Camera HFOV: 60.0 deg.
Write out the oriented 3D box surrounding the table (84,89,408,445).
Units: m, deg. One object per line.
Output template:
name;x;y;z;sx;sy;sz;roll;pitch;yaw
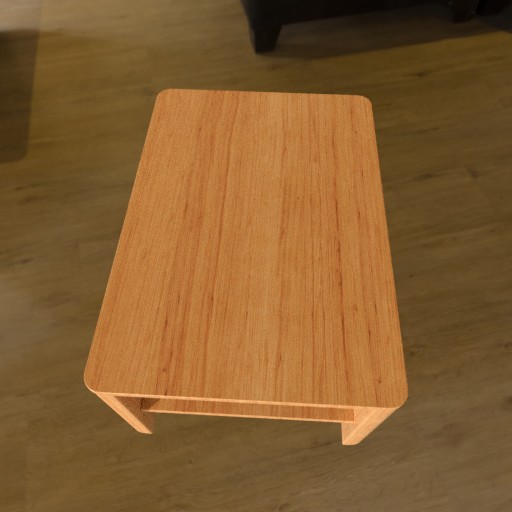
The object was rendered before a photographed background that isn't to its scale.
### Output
table;0.000;0.000;1.380;0.696;0.445;0.997;3;58;2
